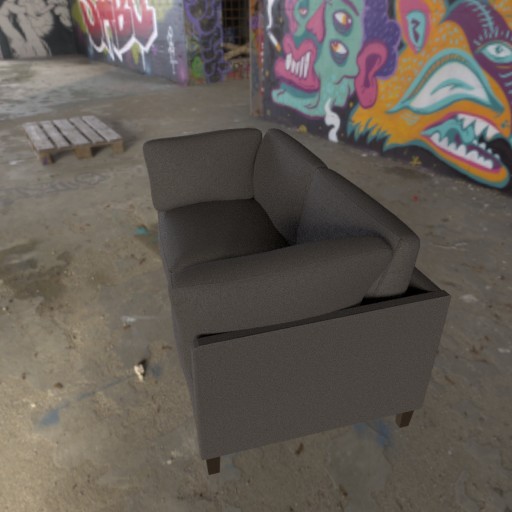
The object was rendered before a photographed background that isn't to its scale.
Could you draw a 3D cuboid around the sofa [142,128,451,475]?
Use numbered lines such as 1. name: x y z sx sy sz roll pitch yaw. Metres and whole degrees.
1. sofa: 0.000 0.000 2.271 0.969 0.920 1.751 -8 31 -13
